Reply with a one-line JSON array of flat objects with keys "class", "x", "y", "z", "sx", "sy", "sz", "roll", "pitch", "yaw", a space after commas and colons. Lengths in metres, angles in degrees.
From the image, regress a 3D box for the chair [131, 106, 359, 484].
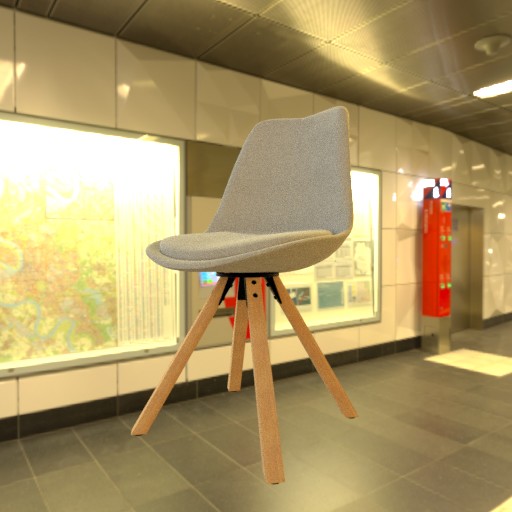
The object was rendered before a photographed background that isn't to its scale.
[{"class": "chair", "x": 0.000, "y": 0.000, "z": 1.156, "sx": 0.474, "sy": 0.863, "sz": 0.549, "roll": 1, "pitch": 1, "yaw": 34}]
